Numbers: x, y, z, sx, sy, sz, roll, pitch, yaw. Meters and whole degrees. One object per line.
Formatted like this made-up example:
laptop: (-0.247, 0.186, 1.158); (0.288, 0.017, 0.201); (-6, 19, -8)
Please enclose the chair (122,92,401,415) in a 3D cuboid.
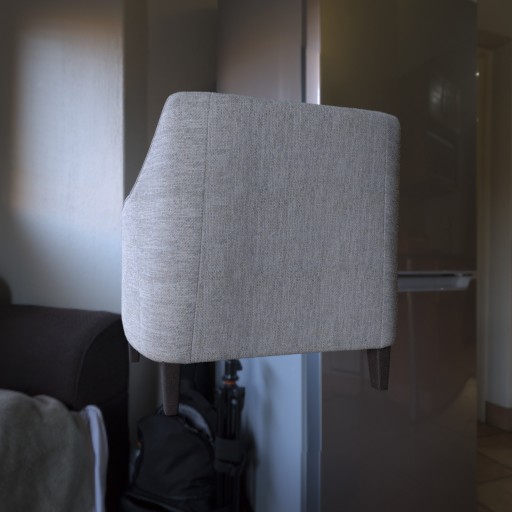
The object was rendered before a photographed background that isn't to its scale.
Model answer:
chair: (0.000, 0.000, 1.401); (0.796, 0.761, 0.758); (0, 1, -19)
